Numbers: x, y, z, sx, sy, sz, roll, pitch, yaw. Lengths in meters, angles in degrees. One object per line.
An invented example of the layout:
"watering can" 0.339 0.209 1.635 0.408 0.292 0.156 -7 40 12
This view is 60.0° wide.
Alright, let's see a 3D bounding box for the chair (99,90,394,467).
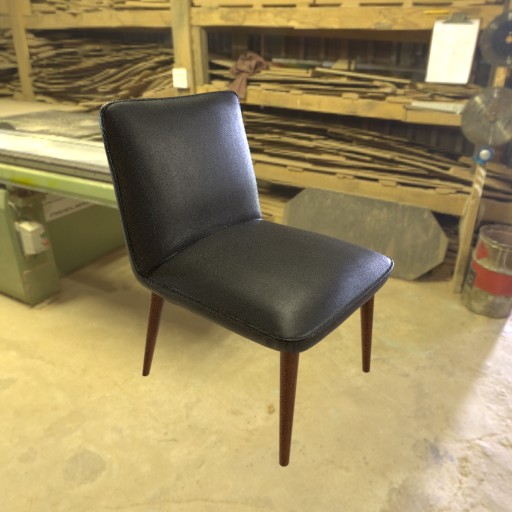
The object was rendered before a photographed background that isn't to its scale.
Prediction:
"chair" 0.000 0.000 1.209 0.645 0.801 0.543 16 29 31
